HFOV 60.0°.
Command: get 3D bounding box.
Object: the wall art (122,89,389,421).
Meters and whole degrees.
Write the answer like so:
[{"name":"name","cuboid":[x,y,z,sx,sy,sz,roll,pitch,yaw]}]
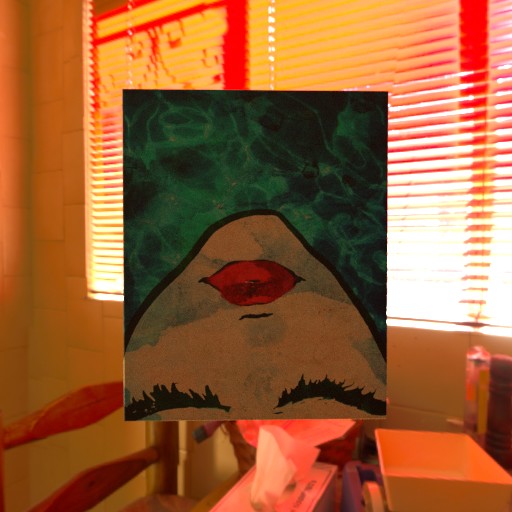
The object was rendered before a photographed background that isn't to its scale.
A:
[{"name":"wall art","cuboid":[0.000,0.000,1.038,0.609,0.760,0.038,0,1,-1]}]
